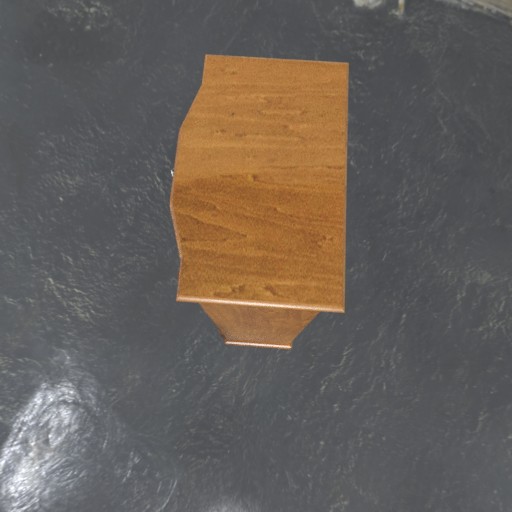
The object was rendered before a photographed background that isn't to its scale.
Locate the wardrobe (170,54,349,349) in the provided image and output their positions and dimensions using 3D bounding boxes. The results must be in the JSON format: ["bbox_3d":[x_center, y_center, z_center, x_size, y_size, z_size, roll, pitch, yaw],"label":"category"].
[{"bbox_3d":[0.000,0.000,1.122,0.273,0.959,0.406,4,75,1],"label":"wardrobe"}]
